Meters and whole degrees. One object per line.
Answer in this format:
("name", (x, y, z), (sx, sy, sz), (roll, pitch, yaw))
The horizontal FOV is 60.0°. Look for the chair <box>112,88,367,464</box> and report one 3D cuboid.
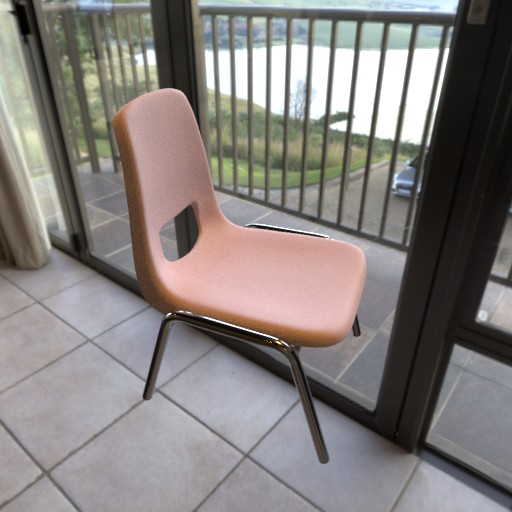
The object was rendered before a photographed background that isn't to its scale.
("chair", (0.000, 0.000, 0.795), (0.385, 0.536, 0.354), (11, 33, 17))
